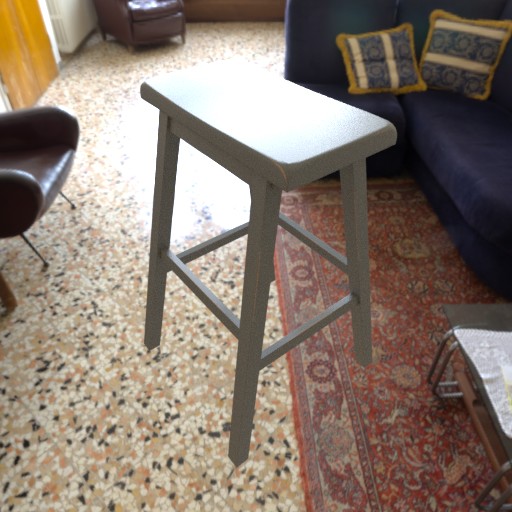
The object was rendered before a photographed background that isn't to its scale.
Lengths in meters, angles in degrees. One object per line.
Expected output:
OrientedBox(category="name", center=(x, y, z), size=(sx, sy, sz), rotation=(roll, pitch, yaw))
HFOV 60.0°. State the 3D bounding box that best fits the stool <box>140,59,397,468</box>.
OrientedBox(category="stool", center=(0.000, 0.000, 1.034), size=(0.476, 0.737, 0.457), rotation=(-27, 48, -28))
